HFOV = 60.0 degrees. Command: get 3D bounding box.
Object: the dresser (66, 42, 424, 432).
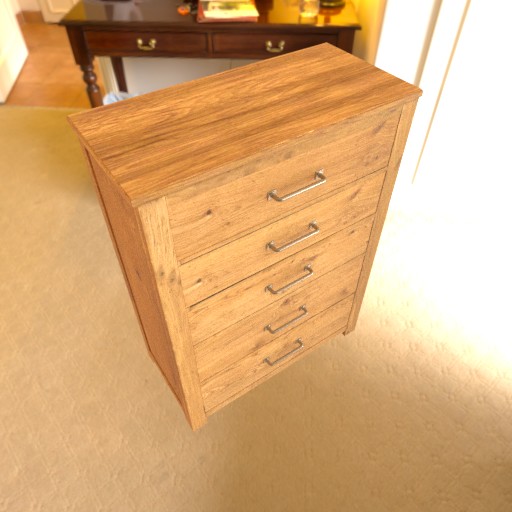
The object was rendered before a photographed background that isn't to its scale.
[{"bbox_3d":[0.000,0.000,1.967,1.081,1.431,0.558,-26,51,-23],"label":"dresser"}]
